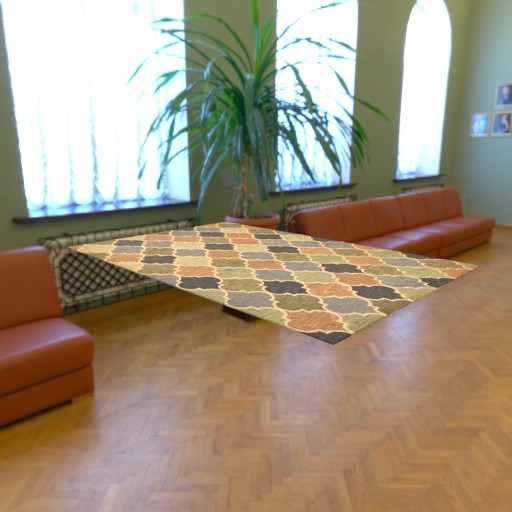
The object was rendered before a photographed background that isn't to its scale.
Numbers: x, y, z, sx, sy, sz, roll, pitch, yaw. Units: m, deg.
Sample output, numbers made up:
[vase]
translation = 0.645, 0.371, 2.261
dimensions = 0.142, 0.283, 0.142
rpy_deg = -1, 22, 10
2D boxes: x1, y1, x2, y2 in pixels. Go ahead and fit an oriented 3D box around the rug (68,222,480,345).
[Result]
[rug]
translation = 0.000, 0.000, 2.337
dimensions = 1.828, 0.006, 1.216
rpy_deg = 13, 19, 43
